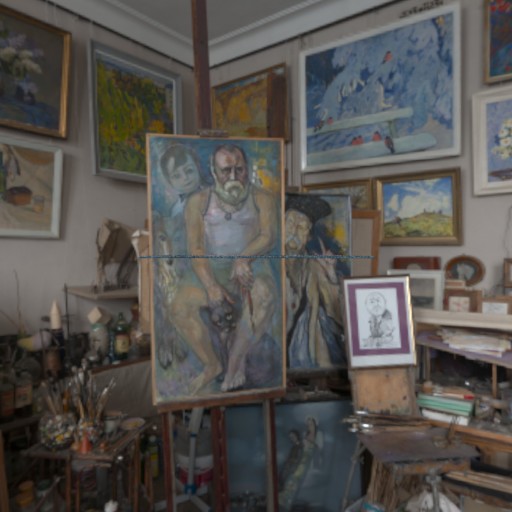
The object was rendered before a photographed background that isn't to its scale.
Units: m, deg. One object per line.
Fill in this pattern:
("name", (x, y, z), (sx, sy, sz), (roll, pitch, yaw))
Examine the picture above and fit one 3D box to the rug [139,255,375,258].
("rug", (0.000, 0.000, 2.709), (0.801, 0.010, 2.459), (0, 0, 0))
